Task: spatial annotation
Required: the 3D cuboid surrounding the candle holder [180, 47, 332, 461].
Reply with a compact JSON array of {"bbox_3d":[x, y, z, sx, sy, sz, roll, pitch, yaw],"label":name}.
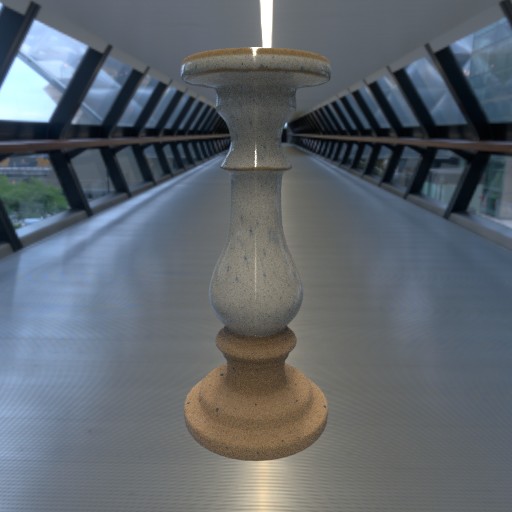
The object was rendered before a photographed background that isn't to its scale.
[{"bbox_3d":[0.000,0.000,0.250,0.088,0.203,0.088,0,14,0],"label":"candle holder"}]
